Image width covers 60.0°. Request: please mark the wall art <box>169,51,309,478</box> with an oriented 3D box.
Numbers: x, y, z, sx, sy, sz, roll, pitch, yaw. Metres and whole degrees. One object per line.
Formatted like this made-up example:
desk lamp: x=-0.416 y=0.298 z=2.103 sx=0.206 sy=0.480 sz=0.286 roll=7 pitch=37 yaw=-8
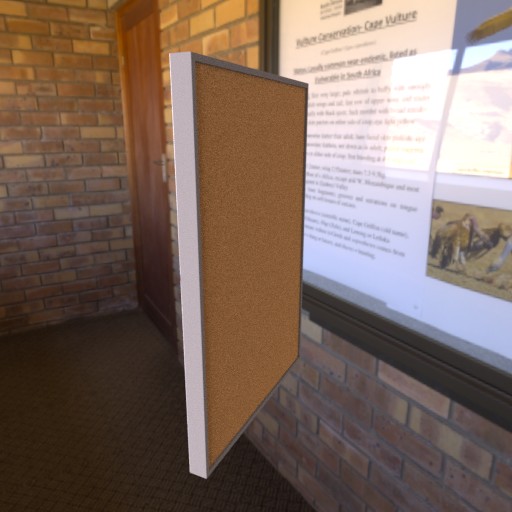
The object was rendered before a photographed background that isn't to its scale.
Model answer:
wall art: x=0.000 y=0.000 z=0.975 sx=0.039 sy=0.753 sz=0.511 roll=8 pitch=18 yaw=25
